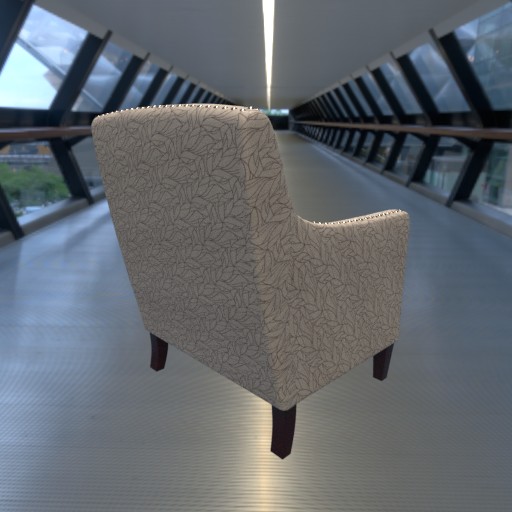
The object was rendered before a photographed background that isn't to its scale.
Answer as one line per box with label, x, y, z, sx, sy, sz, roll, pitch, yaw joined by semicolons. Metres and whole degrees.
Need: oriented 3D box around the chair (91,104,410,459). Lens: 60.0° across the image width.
chair;0.000;0.000;1.297;0.651;0.816;0.623;-15;21;-42
